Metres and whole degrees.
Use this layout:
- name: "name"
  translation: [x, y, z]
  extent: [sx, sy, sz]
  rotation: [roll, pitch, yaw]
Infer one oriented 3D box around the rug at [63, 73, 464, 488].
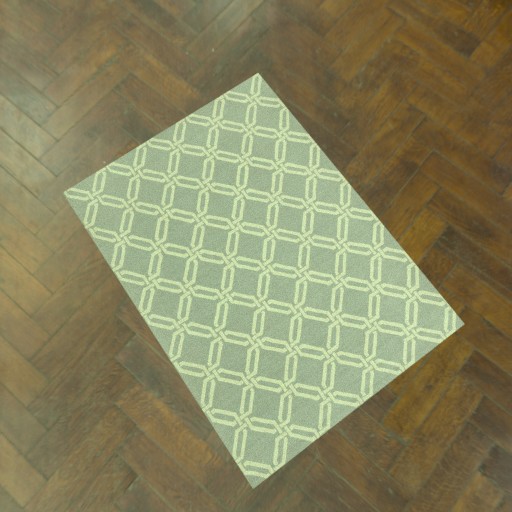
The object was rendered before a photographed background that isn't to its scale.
- name: "rug"
  translation: [0.000, 0.000, 4.340]
  extent: [2.438, 0.013, 3.353]
  rotation: [-34, 78, -8]
